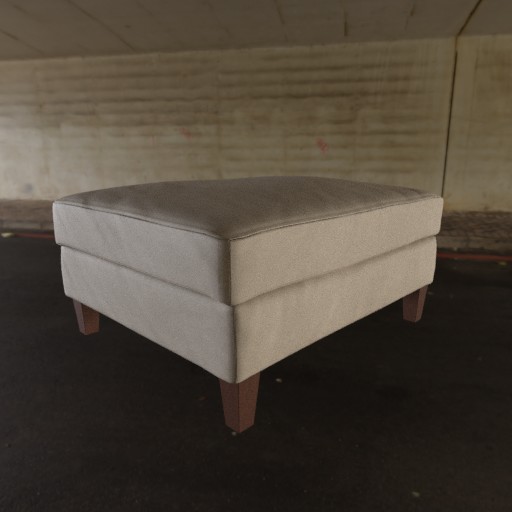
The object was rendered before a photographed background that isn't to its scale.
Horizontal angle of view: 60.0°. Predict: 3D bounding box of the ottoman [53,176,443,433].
[{"bbox_3d":[0.000,0.000,1.465,0.836,0.492,1.002,13,19,42],"label":"ottoman"}]
